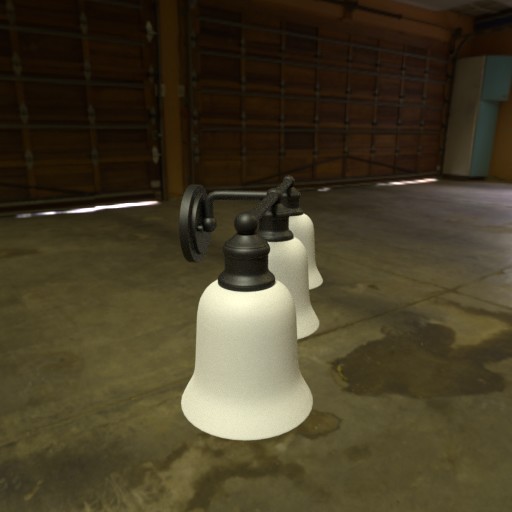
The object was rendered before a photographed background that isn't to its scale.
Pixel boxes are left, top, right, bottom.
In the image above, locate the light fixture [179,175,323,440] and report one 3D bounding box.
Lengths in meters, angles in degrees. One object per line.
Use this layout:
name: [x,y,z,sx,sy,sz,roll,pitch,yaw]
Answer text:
light fixture: [0.000,0.000,0.672,0.198,0.211,0.570,3,15,9]
